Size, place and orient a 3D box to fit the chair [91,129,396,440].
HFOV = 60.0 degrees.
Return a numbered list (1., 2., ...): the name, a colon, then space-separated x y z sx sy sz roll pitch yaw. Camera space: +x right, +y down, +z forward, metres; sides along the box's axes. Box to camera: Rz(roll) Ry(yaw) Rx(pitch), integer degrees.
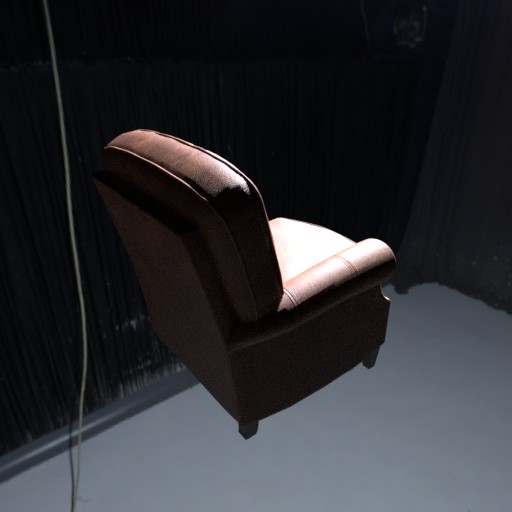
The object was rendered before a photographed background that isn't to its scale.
1. chair: 0.000 0.000 1.776 0.986 1.018 0.936 -19 32 -32
